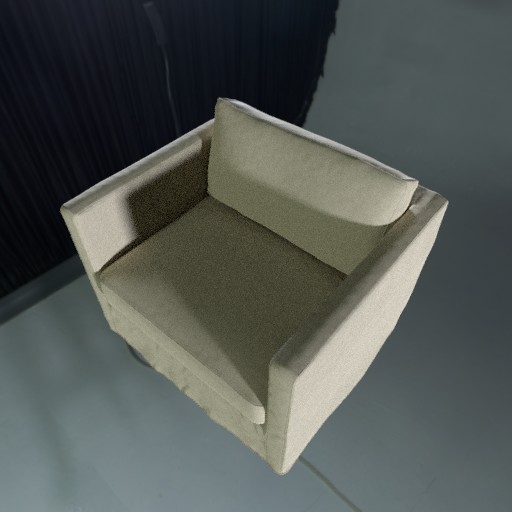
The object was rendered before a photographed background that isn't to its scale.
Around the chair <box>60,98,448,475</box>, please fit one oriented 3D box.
[{"bbox_3d":[0.000,0.000,1.739,1.057,0.867,0.949,32,54,26],"label":"chair"}]
